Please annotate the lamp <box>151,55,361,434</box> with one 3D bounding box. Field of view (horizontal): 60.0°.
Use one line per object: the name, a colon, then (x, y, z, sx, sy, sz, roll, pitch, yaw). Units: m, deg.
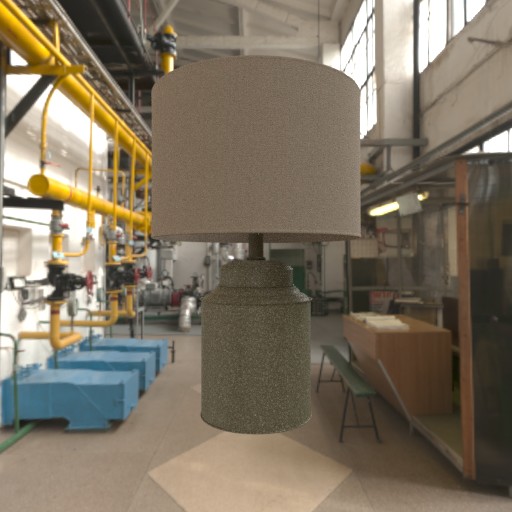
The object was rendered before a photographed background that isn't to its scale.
lamp: (0.000, 0.000, 0.689, 0.318, 0.486, 0.318, 0, -1, 0)
